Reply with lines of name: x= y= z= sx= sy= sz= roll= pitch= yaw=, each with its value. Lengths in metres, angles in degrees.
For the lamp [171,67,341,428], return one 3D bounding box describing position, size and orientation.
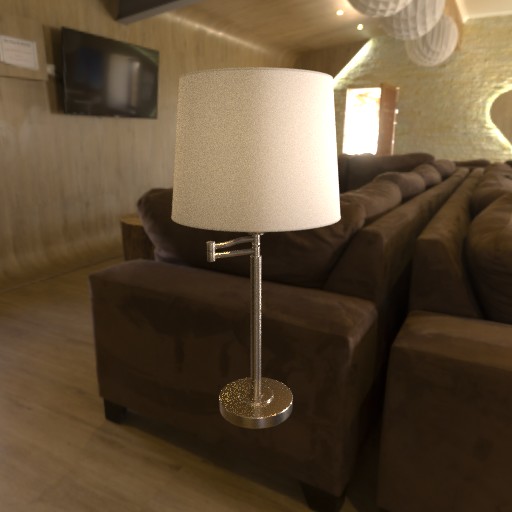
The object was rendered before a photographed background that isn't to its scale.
lamp: x=0.000 y=0.000 z=0.907 sx=0.333 sy=0.696 sz=0.333 roll=0 pitch=15 yaw=0
